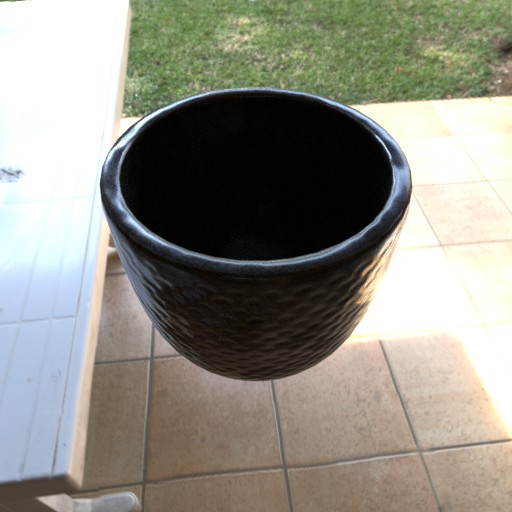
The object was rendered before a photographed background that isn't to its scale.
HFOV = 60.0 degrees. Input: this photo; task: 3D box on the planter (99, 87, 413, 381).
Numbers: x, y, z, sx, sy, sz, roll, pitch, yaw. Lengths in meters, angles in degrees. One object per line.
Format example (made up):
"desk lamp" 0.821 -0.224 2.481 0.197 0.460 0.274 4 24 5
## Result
"planter" 0.000 0.000 0.305 0.172 0.160 0.172 0 48 0
